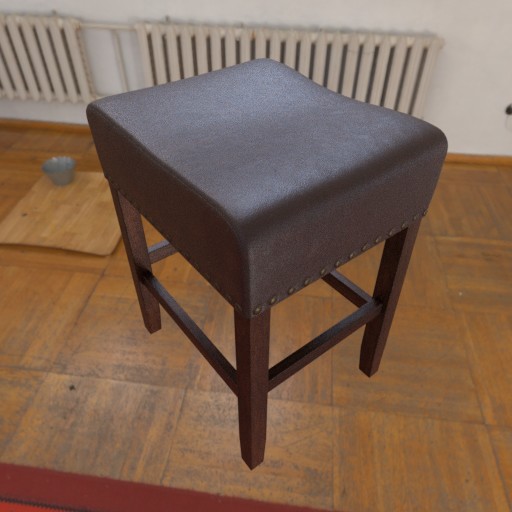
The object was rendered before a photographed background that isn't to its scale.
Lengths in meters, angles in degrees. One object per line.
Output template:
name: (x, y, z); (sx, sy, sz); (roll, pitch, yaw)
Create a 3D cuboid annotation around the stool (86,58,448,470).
stool: (0.000, 0.000, 0.901); (0.397, 0.608, 0.465); (-27, 48, -27)
